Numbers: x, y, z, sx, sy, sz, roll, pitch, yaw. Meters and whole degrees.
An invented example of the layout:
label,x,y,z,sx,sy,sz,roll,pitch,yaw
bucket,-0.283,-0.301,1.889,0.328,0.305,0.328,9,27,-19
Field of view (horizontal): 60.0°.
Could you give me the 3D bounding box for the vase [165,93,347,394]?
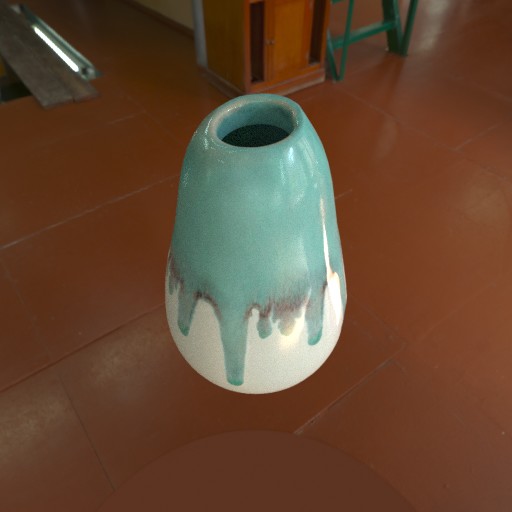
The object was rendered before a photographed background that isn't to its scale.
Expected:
label,x,y,z,sx,sy,sz,roll,pitch,yaw
vase,0.000,0.000,0.260,0.116,0.179,0.116,0,47,0
